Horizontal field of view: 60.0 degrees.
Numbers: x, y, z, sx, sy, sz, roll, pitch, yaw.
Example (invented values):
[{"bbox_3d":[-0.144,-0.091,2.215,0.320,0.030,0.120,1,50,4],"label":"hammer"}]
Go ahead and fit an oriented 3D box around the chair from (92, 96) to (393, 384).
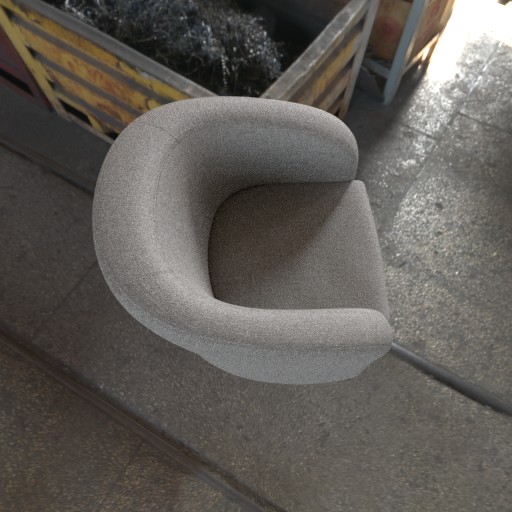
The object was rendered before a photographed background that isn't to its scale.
[{"bbox_3d":[0.000,0.000,1.439,0.815,0.771,0.791,-3,64,-1],"label":"chair"}]
